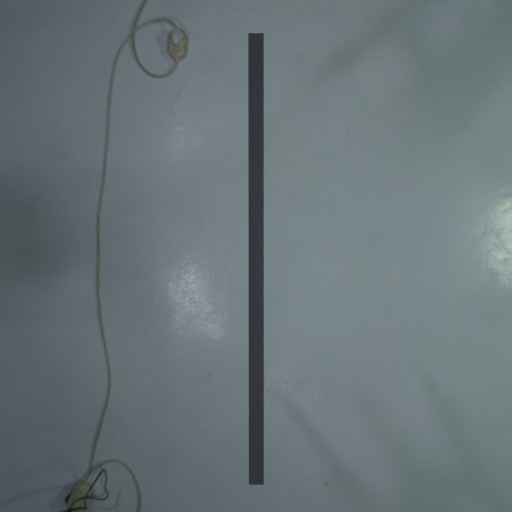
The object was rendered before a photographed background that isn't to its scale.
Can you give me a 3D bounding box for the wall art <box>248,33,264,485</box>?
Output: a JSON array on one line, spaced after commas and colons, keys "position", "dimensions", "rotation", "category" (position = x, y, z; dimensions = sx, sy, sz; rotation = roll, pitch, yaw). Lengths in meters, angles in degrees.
[{"position": [0.000, 0.000, 0.529], "dimensions": [0.012, 0.357, 0.358], "rotation": [0, 92, 0], "category": "wall art"}]
